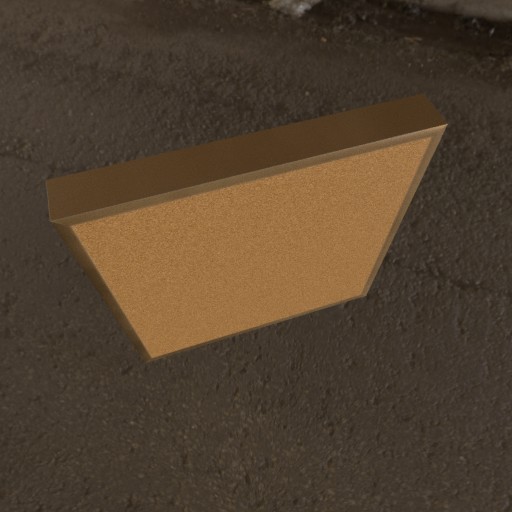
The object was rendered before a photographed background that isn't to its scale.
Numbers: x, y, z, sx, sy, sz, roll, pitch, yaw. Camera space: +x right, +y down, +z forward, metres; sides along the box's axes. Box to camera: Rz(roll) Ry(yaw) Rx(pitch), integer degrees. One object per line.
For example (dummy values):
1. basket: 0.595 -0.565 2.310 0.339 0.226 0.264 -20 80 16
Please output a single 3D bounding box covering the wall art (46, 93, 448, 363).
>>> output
1. wall art: 0.000 0.000 0.462 0.305 0.303 0.038 -15 60 -9
